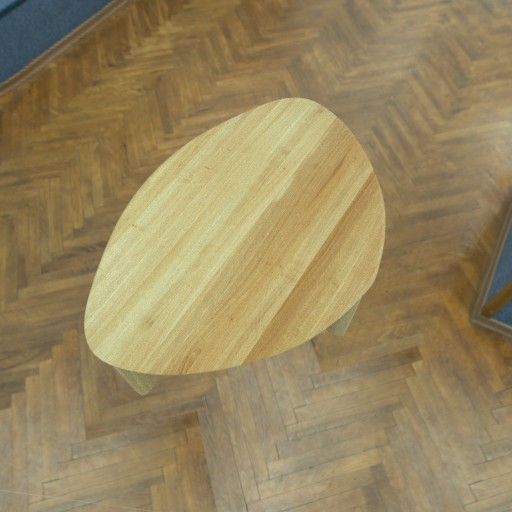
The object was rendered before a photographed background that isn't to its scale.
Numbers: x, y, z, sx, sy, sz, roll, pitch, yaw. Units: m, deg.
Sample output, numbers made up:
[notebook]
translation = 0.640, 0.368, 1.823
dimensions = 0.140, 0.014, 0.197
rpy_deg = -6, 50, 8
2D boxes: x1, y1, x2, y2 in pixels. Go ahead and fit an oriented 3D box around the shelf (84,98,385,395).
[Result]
[shelf]
translation = 0.000, 0.000, 1.651
dimensions = 0.845, 0.440, 1.246
rpy_deg = 28, 63, 16
